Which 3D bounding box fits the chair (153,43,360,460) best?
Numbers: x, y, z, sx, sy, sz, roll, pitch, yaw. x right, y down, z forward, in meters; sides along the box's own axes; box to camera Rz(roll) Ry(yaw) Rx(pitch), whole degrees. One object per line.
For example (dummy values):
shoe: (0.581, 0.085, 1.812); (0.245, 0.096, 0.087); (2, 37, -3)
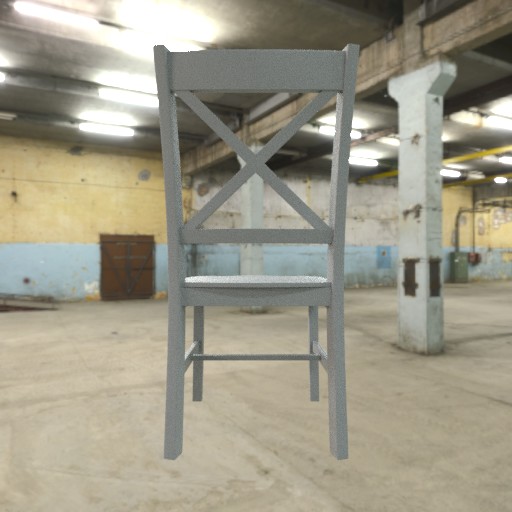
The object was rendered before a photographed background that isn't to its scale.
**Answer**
chair: (0.000, 0.000, 1.279); (0.485, 0.983, 0.542); (0, -1, 0)
